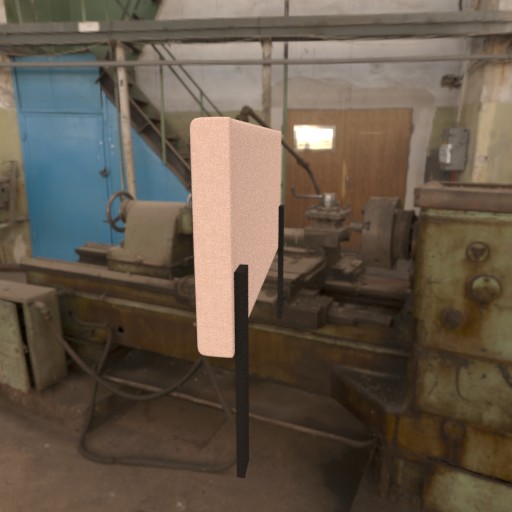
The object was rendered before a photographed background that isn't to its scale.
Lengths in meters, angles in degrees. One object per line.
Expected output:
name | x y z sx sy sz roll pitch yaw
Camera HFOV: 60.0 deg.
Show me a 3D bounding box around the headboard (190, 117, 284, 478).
headboard | 0.000 0.000 2.722 0.184 1.524 2.051 2 14 8
